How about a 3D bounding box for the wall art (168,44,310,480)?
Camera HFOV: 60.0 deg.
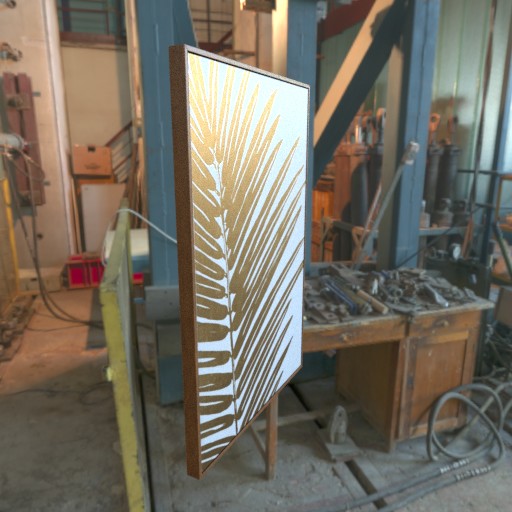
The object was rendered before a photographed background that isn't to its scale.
[{"bbox_3d":[0.000,0.000,1.168,0.037,0.914,0.610,7,15,27],"label":"wall art"}]
